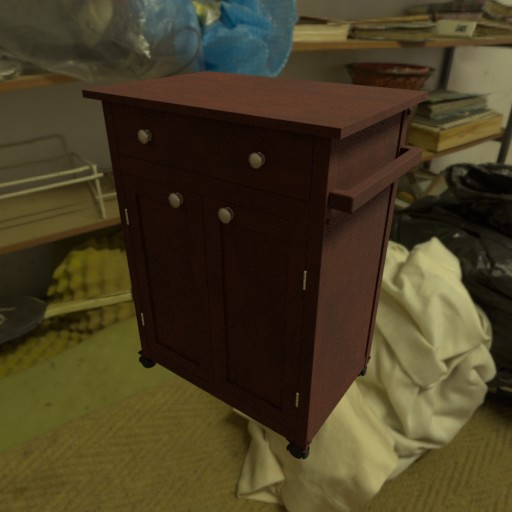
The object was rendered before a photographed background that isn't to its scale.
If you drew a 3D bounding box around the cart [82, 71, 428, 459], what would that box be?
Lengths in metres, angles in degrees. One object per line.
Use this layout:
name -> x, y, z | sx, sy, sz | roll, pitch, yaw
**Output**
cart -> 0.000, 0.000, 1.224 | 0.683, 0.864, 0.442 | 19, 34, 31
